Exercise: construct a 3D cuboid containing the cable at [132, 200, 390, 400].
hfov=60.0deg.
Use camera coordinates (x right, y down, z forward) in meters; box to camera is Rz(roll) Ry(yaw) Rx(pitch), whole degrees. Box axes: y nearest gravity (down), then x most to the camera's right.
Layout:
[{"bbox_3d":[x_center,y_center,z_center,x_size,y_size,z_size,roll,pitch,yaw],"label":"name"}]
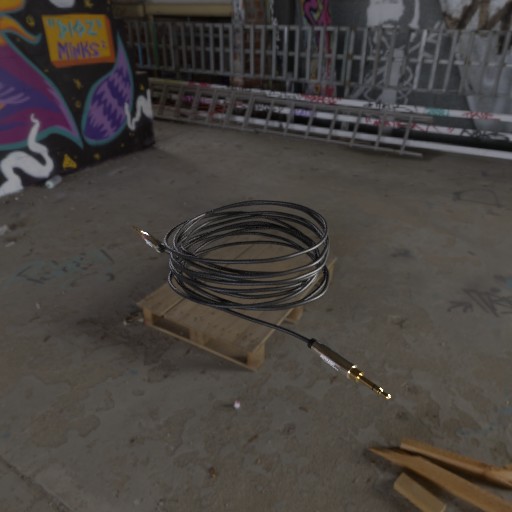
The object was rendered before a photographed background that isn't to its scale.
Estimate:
[{"bbox_3d":[0.000,0.000,0.512,0.198,0.069,0.432,-22,35,-34],"label":"cable"}]
